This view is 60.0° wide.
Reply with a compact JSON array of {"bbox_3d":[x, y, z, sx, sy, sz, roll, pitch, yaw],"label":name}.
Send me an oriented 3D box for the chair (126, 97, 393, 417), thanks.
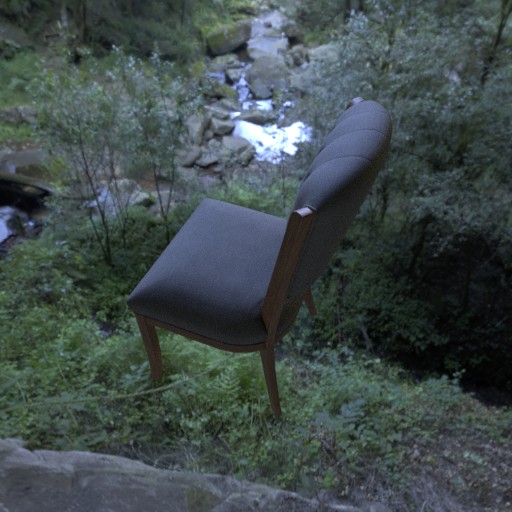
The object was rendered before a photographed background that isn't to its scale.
[{"bbox_3d":[0.000,0.000,1.280,0.584,0.905,0.513,15,47,15],"label":"chair"}]
